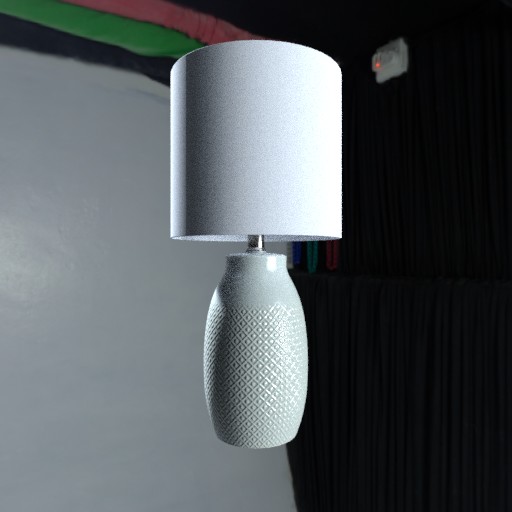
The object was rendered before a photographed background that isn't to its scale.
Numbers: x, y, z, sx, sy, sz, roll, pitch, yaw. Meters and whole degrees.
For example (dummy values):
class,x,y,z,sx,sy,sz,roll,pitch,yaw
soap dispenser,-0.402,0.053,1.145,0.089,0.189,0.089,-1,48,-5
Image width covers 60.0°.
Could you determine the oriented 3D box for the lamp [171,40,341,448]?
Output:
class,x,y,z,sx,sy,sz,roll,pitch,yaw
lamp,0.000,0.000,0.572,0.217,0.453,0.217,0,0,-35
